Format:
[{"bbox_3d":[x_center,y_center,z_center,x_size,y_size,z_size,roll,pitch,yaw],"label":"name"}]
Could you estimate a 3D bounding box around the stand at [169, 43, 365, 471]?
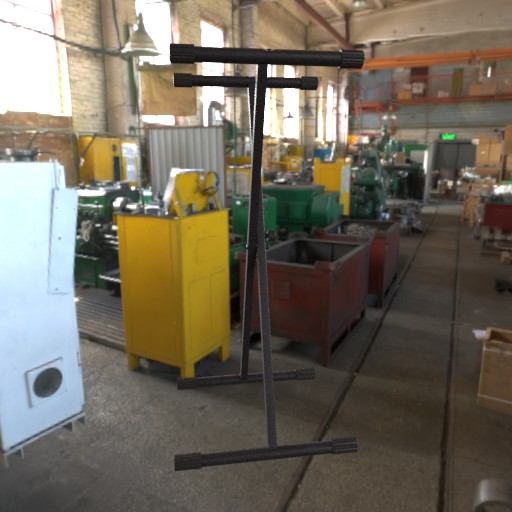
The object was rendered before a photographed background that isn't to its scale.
[{"bbox_3d":[0.000,0.000,1.160,0.449,0.940,0.409,-2,13,-9],"label":"stand"}]
